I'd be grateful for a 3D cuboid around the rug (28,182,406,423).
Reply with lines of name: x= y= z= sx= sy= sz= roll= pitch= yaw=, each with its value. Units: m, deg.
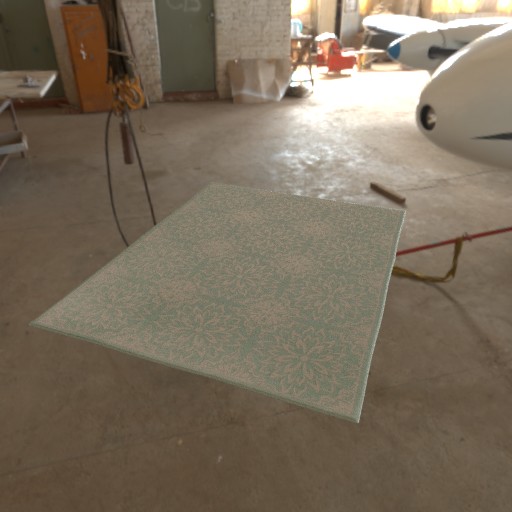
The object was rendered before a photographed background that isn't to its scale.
rug: x=0.000 y=0.000 z=4.012 sx=2.363 sy=0.012 sz=2.980 roll=11 pitch=32 yaw=18
